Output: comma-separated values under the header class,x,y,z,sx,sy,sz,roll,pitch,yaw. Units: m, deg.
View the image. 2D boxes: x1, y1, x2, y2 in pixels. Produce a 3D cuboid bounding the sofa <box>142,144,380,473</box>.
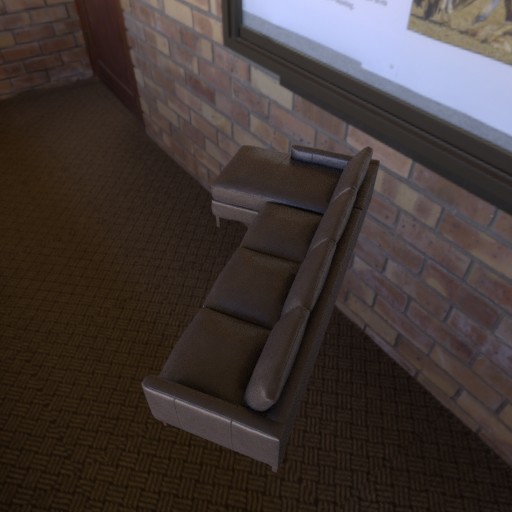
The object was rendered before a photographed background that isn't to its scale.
class,x,y,z,sx,sy,sz,roll,pitch,yaw
sofa,0.000,0.000,3.742,1.471,0.859,2.993,16,47,15
